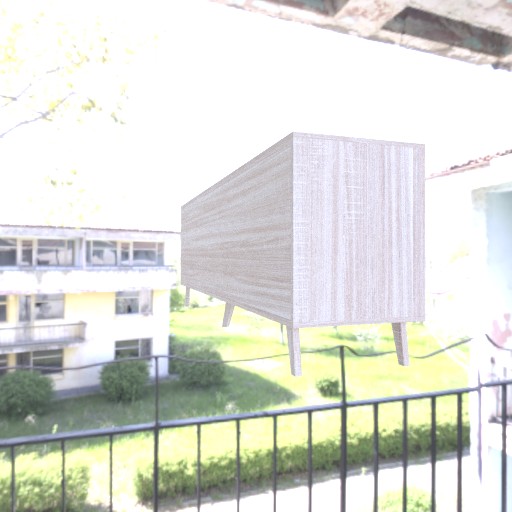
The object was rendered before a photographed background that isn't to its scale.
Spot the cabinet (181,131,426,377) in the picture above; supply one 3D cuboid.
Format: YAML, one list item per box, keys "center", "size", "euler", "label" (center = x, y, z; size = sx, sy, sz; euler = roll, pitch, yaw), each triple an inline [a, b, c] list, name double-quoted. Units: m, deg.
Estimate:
- center: [0.000, 0.000, 2.499]
  size: [0.500, 0.780, 2.200]
  euler: [0, 0, -19]
  label: "cabinet"
